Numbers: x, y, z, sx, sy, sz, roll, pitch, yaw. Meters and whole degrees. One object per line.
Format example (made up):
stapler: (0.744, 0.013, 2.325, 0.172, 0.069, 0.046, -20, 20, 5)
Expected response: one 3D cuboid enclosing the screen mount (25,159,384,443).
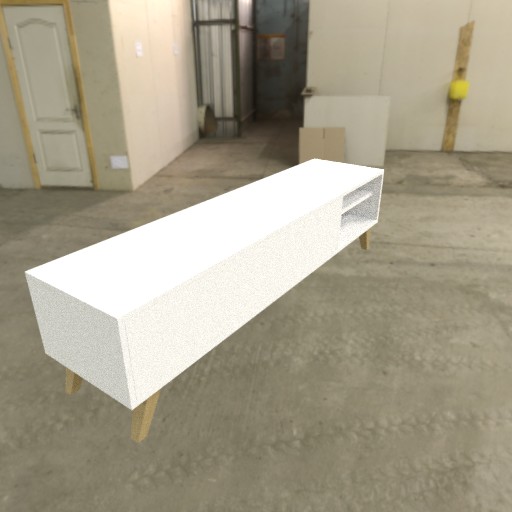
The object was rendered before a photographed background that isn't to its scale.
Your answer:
screen mount: (0.000, 0.000, 1.821, 0.399, 0.432, 1.644, 17, 31, 32)
